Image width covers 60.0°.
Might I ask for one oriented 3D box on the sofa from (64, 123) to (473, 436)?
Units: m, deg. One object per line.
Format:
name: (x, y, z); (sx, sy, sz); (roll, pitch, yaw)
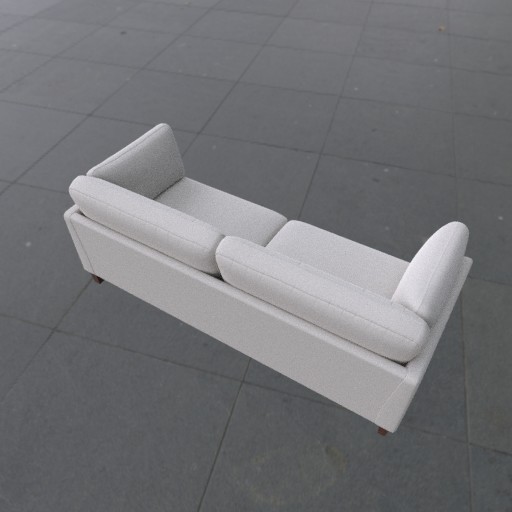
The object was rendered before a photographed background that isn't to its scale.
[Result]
sofa: (0.000, 0.000, 2.758); (2.301, 0.863, 0.957); (23, 50, 21)
